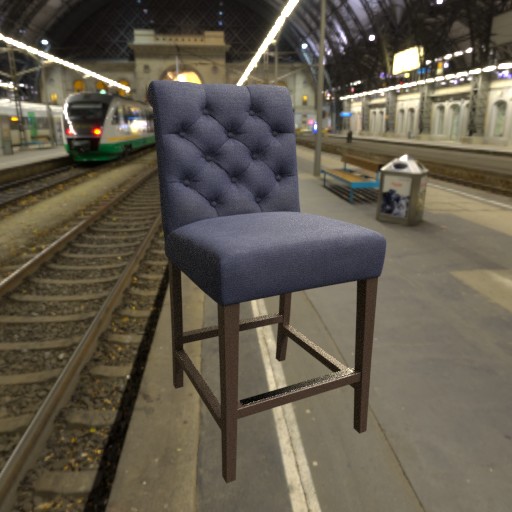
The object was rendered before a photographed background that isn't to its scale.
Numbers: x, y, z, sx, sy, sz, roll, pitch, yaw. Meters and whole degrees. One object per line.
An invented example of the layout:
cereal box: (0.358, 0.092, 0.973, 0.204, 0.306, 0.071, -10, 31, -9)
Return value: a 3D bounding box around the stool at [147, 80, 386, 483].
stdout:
stool: (0.000, 0.000, 1.332, 0.493, 1.010, 0.601, -8, 18, -25)
